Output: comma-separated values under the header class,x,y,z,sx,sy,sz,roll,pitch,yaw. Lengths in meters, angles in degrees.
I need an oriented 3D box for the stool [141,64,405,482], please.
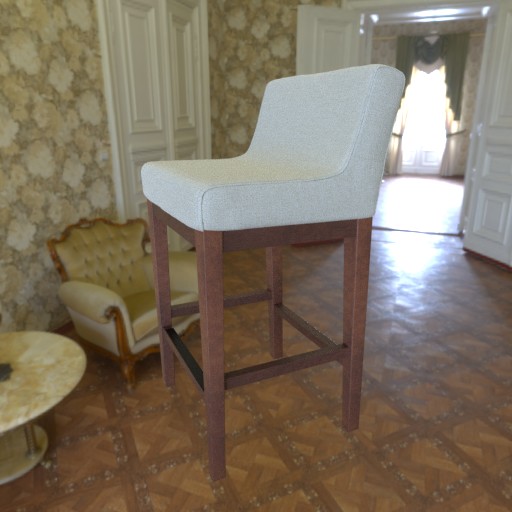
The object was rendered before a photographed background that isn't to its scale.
class,x,y,z,sx,sy,sz,roll,pitch,yaw
stool,0.000,0.000,1.200,0.500,0.937,0.511,-8,19,-25
